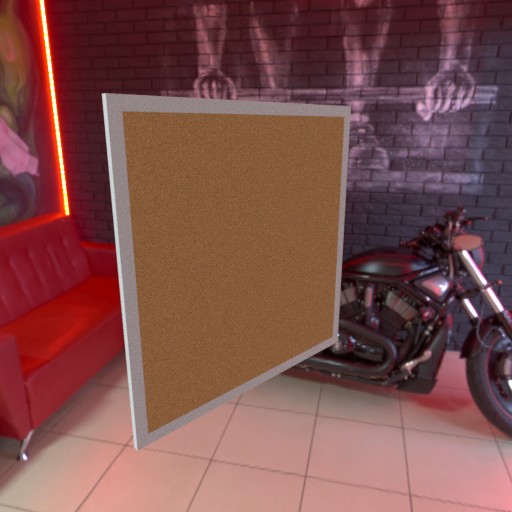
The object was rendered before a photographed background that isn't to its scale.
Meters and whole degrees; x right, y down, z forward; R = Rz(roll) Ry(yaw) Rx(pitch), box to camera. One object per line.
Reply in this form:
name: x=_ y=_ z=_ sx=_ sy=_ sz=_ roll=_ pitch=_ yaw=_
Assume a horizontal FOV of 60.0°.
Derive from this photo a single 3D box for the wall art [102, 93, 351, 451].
wall art: x=0.000 y=0.000 z=0.693 sx=0.456 sy=0.457 sz=0.009 roll=-15 pitch=22 yaw=-42
